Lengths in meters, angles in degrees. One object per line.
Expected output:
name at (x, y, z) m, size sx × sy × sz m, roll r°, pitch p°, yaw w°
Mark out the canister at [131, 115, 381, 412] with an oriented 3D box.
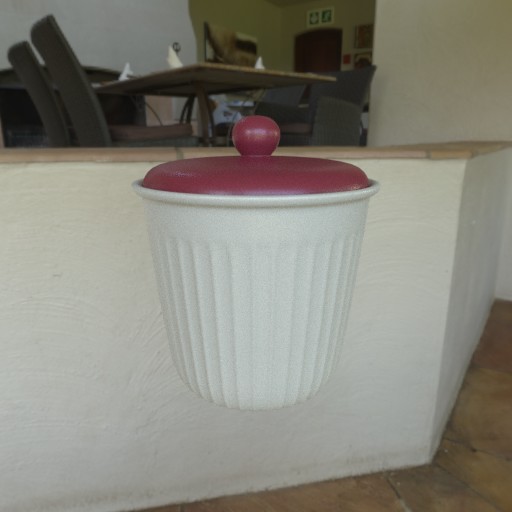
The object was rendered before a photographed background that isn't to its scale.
canister at (0.000, 0.000, 0.348) m, size 0.181 × 0.211 × 0.181 m, roll 0°, pitch 15°, yaw 0°
